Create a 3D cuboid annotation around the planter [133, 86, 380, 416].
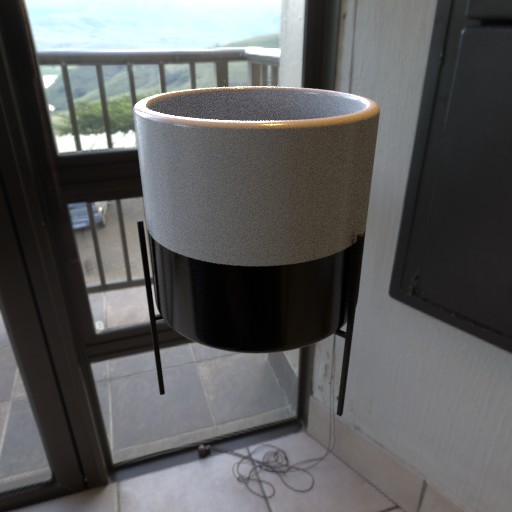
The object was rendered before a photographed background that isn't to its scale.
[{"bbox_3d":[0.000,0.000,0.647,0.310,0.432,0.310,-18,33,-32],"label":"planter"}]
